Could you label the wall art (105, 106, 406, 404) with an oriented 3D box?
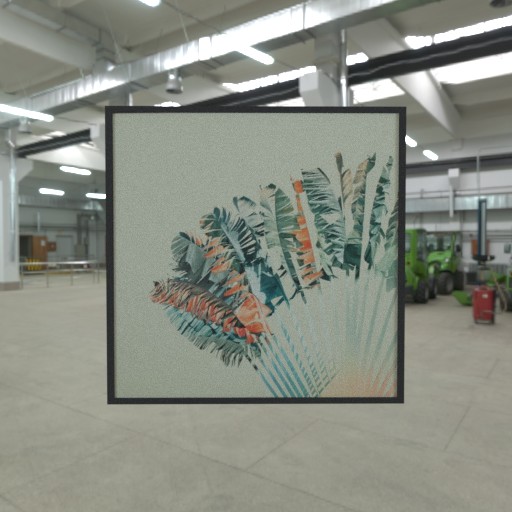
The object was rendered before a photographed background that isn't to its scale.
[{"bbox_3d":[0.000,0.000,0.772,0.509,0.507,0.037,0,1,-1],"label":"wall art"}]
